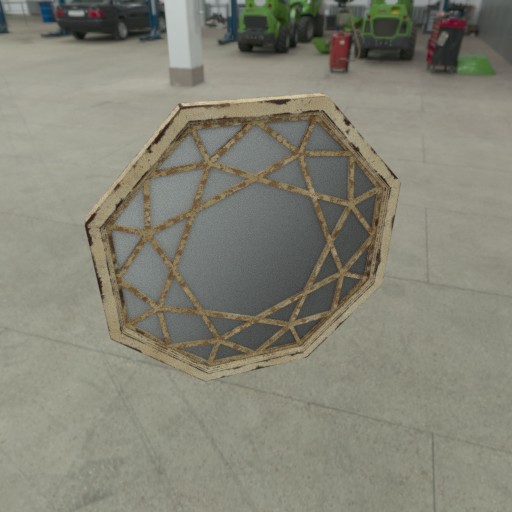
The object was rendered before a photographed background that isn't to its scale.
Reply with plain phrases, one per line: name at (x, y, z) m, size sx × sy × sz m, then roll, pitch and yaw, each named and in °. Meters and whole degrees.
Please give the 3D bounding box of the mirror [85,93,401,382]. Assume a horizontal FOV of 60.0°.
mirror at (0.000, 0.000, 0.951) m, size 0.648 × 0.648 × 0.031 m, roll -10°, pitch 33°, yaw -15°
